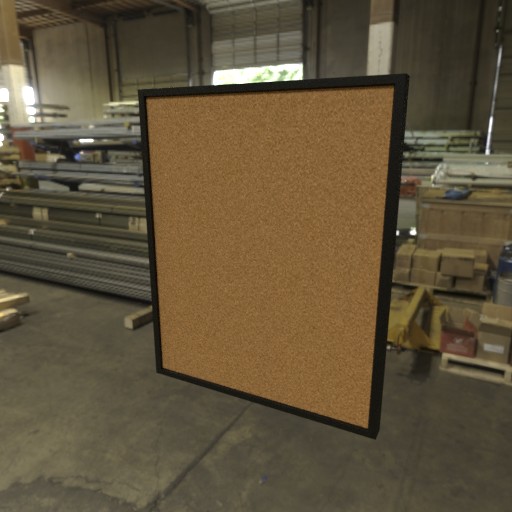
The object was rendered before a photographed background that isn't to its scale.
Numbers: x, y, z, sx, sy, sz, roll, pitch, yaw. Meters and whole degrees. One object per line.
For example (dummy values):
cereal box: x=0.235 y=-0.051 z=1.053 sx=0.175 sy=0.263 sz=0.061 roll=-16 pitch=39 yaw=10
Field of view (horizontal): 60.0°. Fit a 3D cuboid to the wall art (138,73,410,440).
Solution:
wall art: x=0.000 y=0.000 z=0.766 sx=0.457 sy=0.559 sz=0.029 roll=8 pitch=17 yaw=27
